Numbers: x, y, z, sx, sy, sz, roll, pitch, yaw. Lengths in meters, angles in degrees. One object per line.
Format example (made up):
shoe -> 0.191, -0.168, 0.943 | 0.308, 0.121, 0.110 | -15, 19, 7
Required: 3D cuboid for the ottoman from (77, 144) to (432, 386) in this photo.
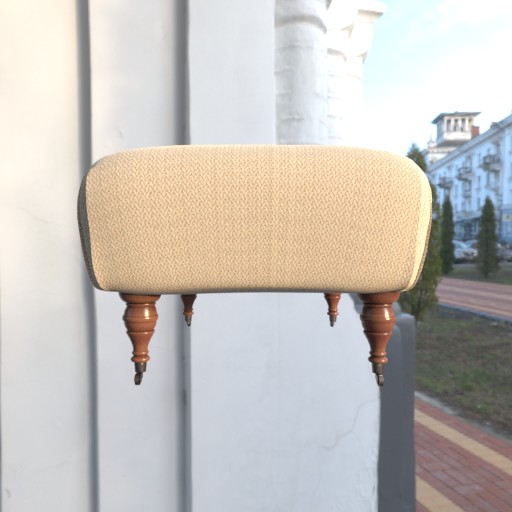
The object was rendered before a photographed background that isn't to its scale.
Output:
ottoman -> 0.000, 0.000, 1.058 | 0.622, 0.447, 0.684 | 0, 2, 1
